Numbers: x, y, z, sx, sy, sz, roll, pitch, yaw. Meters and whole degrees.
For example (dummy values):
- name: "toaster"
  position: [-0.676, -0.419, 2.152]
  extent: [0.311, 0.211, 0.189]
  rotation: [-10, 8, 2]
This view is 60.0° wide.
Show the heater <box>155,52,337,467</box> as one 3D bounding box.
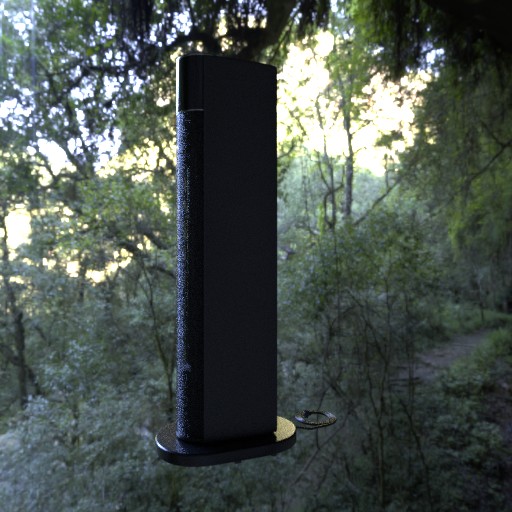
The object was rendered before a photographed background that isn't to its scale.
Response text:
- name: "heater"
  position: [0.000, 0.000, 1.029]
  extent: [0.458, 0.856, 0.214]
  rotation: [0, 0, -17]
